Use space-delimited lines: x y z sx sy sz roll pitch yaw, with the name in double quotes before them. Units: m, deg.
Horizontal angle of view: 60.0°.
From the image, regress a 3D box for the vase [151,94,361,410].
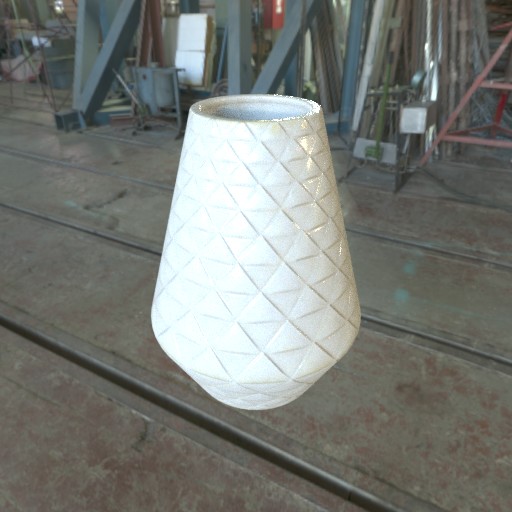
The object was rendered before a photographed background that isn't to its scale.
"vase" 0.000 0.000 0.353 0.175 0.230 0.175 0 30 0
